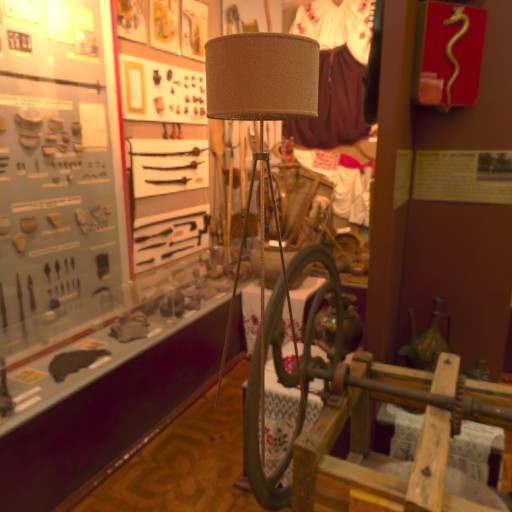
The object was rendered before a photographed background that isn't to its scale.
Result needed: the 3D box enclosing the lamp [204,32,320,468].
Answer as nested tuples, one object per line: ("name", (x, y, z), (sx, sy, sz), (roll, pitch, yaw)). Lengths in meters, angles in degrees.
("lamp", (0.000, 0.000, 1.775), (0.460, 1.545, 0.449), (7, 16, 27))
